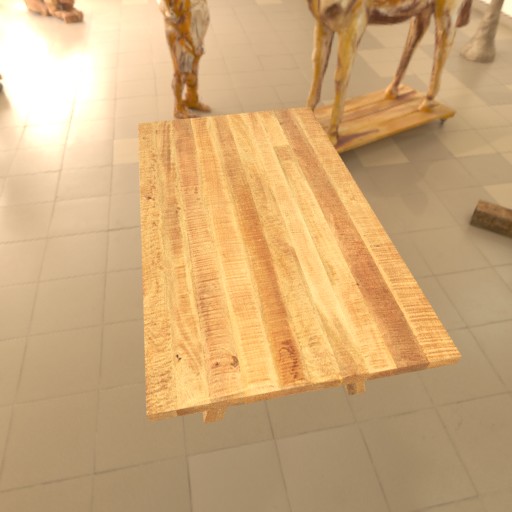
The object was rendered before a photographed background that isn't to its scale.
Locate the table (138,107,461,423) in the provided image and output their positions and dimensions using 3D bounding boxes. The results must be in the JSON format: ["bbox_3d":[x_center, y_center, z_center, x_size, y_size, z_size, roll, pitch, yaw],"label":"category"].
[{"bbox_3d":[0.000,0.000,1.648,0.760,0.455,1.320,-8,46,-8],"label":"table"}]
